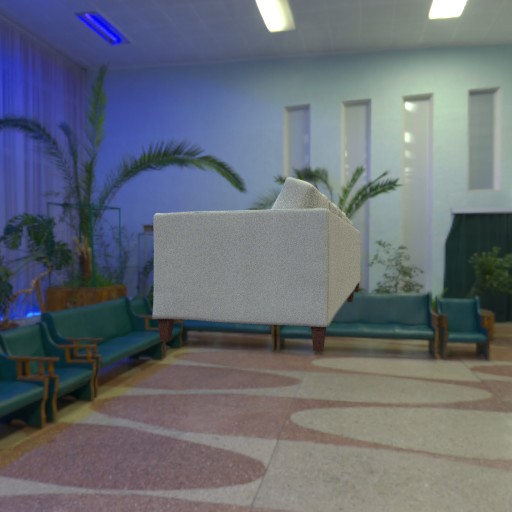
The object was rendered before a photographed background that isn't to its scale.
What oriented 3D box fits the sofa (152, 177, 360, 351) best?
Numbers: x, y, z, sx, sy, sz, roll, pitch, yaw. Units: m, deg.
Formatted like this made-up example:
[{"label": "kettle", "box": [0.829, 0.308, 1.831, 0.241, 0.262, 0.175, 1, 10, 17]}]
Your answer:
[{"label": "sofa", "box": [0.000, 0.000, 3.830, 1.625, 0.861, 3.186, 0, 1, 16]}]
